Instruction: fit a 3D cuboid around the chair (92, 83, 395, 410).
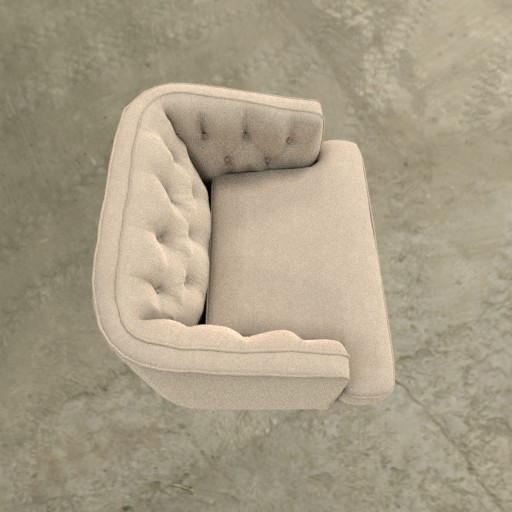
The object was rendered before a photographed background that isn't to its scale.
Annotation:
[{"bbox_3d":[0.000,0.000,1.721,0.941,0.852,1.104,-1,63,0],"label":"chair"}]
